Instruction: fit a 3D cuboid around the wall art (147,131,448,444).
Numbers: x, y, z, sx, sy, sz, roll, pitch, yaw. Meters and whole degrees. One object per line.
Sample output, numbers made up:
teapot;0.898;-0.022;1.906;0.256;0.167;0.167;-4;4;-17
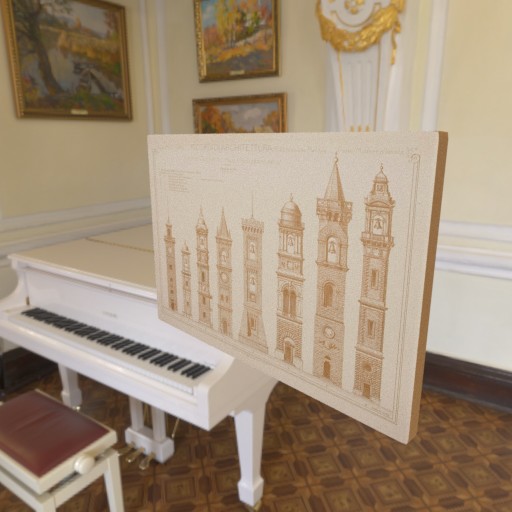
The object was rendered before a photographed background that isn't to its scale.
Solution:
wall art;0.000;0.000;0.476;0.019;0.254;0.380;-14;20;-43
